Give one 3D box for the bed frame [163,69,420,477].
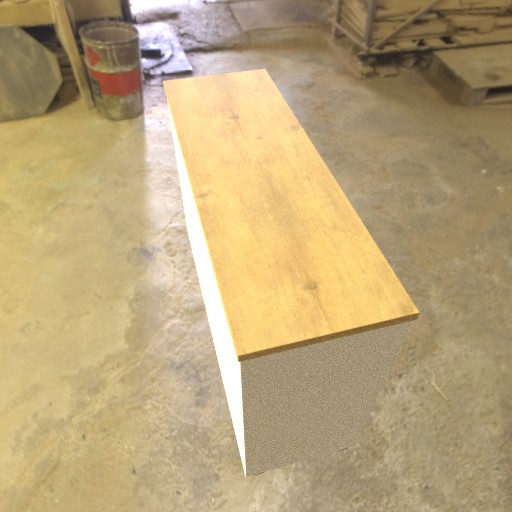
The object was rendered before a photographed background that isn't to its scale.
[{"bbox_3d":[0.000,0.000,1.714,0.430,0.850,1.300,-11,48,-10],"label":"bed frame"}]
